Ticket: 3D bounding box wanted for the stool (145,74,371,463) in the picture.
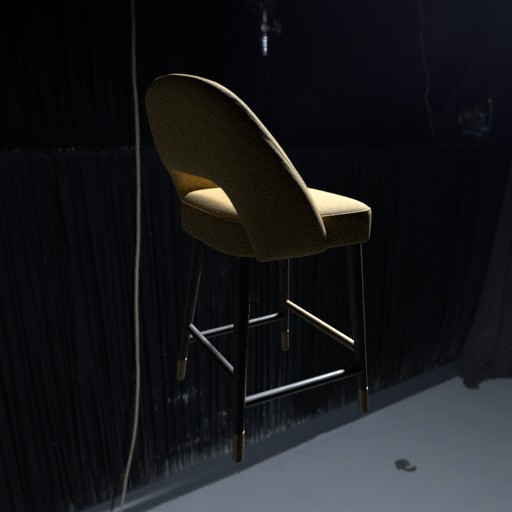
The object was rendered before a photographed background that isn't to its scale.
[{"bbox_3d":[0.000,0.000,1.267,0.522,0.939,0.536,-9,19,-28],"label":"stool"}]
